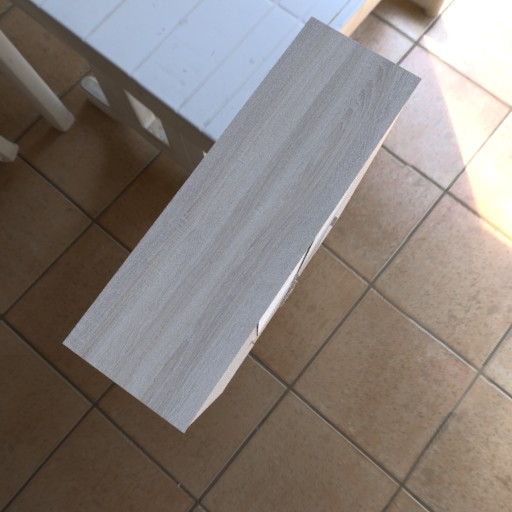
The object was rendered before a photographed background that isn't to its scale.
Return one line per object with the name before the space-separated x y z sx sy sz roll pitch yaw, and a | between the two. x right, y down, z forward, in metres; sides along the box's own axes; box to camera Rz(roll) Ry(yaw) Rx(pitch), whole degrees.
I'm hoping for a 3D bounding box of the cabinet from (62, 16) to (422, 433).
cabinet | 0.000 0.000 2.925 0.620 2.060 1.870 33 79 7
